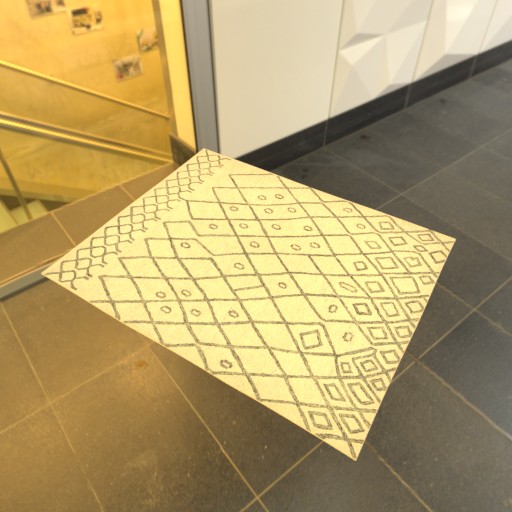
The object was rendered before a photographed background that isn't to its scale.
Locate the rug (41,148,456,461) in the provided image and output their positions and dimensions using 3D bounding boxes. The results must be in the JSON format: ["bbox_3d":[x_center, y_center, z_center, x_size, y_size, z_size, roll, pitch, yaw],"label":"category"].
[{"bbox_3d":[0.000,0.000,4.135,3.046,0.015,2.446,24,50,22],"label":"rug"}]
